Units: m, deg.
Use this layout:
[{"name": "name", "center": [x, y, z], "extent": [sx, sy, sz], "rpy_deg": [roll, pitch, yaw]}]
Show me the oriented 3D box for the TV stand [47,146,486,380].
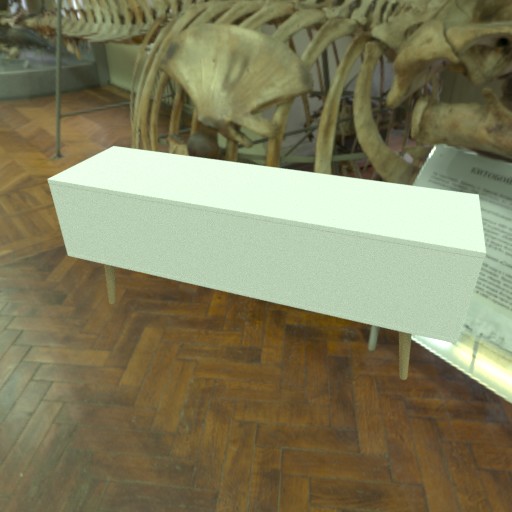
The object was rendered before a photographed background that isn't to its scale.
[{"name": "TV stand", "center": [0.000, 0.000, 1.640], "extent": [1.398, 0.560, 0.401], "rpy_deg": [11, 34, 17]}]
